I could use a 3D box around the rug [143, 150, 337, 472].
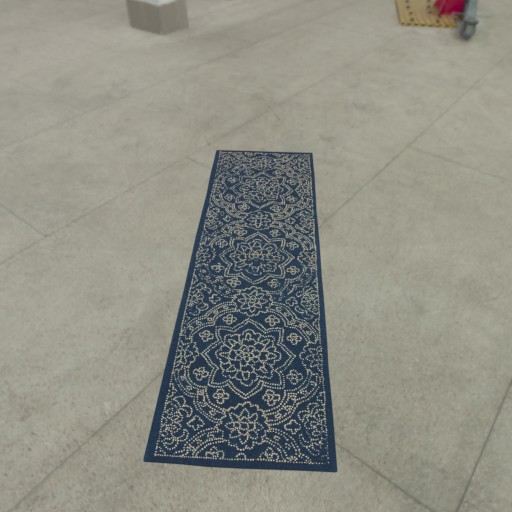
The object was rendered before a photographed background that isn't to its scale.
[{"bbox_3d":[0.000,0.000,2.628,0.769,0.012,2.448,2,43,2],"label":"rug"}]
